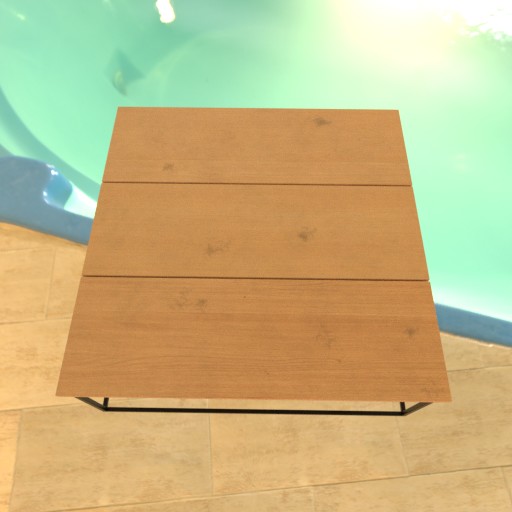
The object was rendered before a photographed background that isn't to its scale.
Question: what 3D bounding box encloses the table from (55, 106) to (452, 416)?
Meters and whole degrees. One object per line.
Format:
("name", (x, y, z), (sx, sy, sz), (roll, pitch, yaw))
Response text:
("table", (0.000, 0.000, 1.659), (1.100, 0.400, 1.100), (1, 62, 0))
